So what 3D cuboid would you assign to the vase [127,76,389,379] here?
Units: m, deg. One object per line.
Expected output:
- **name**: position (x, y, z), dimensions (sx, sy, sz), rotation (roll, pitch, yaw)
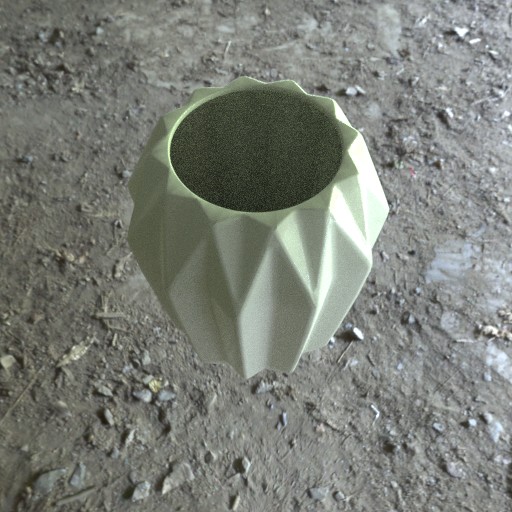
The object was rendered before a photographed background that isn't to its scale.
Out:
- **vase**: position (0.000, 0.000, 0.397), dimensions (0.195, 0.275, 0.195), rotation (0, 58, 0)
